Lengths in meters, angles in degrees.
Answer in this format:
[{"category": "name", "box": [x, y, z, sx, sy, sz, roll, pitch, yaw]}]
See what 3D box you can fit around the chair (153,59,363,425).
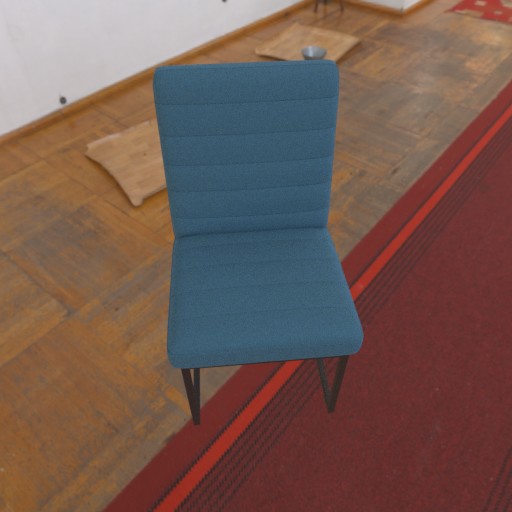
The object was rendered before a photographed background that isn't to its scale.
[{"category": "chair", "box": [0.000, 0.000, 1.339, 0.520, 0.930, 0.634, -4, 46, -4]}]
